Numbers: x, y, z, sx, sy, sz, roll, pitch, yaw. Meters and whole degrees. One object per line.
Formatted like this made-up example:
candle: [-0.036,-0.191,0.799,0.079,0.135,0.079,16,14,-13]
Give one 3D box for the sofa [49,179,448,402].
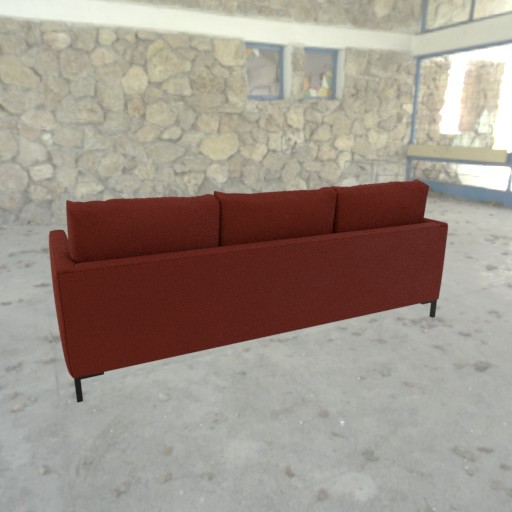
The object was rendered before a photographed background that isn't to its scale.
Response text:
sofa: [0.000,0.000,2.680,2.252,0.879,0.875,-7,17,-25]
